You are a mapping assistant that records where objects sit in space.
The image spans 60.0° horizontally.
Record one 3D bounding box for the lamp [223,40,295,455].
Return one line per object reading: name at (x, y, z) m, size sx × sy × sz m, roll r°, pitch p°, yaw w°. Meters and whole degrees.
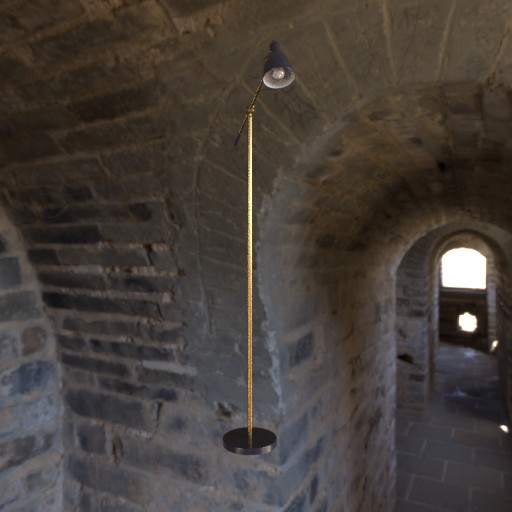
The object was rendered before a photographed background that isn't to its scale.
lamp at (0.000, 0.000, 1.854) m, size 0.235 × 1.628 × 0.618 m, roll 0°, pitch 0°, yaw -19°
